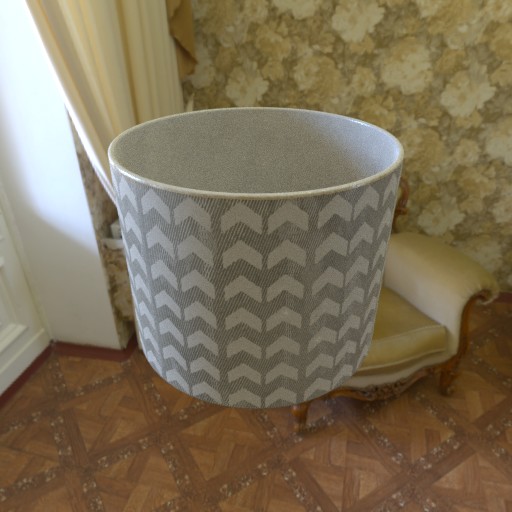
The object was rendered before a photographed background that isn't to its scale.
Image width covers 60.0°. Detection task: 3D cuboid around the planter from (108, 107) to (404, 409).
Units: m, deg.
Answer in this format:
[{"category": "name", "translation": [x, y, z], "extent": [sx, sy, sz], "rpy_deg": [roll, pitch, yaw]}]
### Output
[{"category": "planter", "translation": [0.000, 0.000, 0.449], "extent": [0.250, 0.239, 0.250], "rpy_deg": [0, 31, 0]}]
